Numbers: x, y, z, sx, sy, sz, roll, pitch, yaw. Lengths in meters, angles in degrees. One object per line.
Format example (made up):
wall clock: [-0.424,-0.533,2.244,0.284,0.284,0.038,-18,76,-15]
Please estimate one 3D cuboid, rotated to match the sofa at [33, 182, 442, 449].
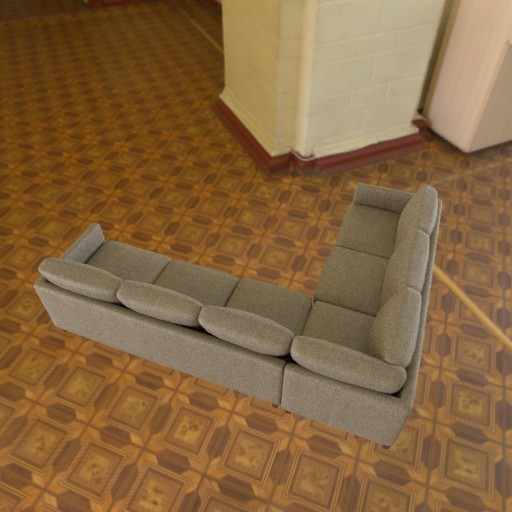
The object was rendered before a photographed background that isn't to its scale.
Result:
sofa: [0.000,0.000,4.467,3.302,0.947,2.593,15,47,15]
